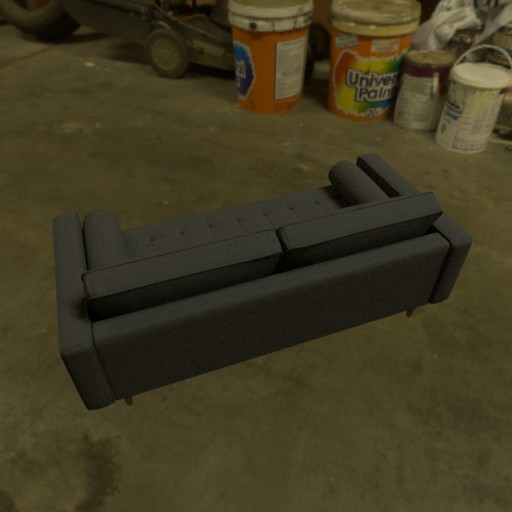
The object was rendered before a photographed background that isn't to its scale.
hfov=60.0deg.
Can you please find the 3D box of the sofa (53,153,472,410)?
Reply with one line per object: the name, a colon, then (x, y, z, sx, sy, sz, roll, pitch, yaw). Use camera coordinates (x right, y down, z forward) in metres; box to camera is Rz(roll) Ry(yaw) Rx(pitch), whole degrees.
sofa: (0.000, 0.000, 2.292, 1.875, 0.759, 0.914, -14, 44, -15)
